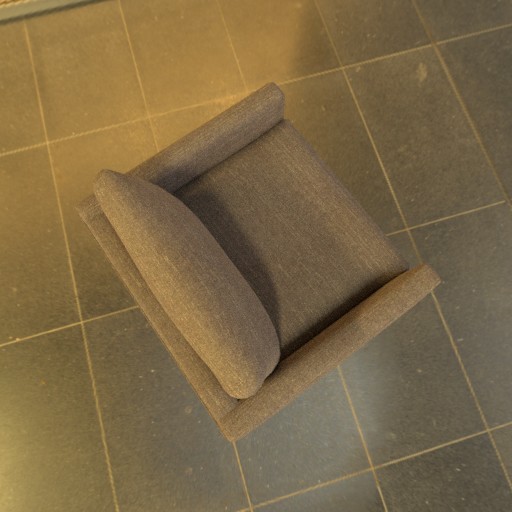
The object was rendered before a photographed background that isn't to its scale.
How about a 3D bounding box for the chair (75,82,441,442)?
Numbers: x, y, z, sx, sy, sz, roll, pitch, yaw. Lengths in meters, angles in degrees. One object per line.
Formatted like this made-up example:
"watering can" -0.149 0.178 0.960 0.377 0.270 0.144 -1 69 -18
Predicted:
"chair" 0.000 0.000 1.613 0.845 0.841 0.940 -35 78 -9
